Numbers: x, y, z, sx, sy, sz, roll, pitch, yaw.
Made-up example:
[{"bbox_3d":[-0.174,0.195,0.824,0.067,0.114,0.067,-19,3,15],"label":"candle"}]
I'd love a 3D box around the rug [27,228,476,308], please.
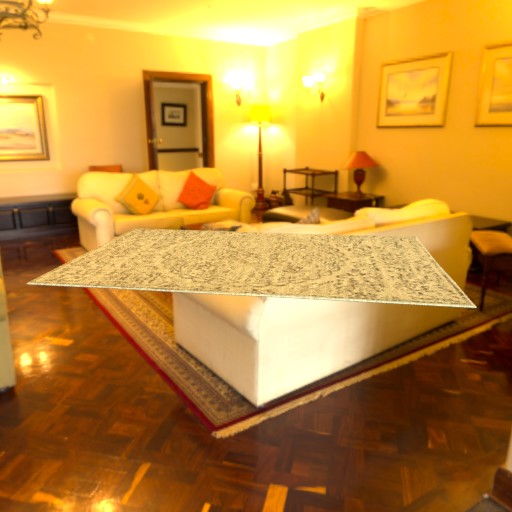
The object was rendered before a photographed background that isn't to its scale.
[{"bbox_3d":[0.000,0.000,3.105,2.447,0.021,1.527,2,16,8],"label":"rug"}]
